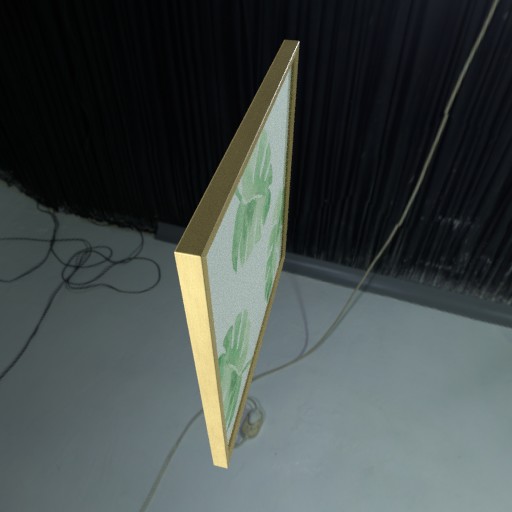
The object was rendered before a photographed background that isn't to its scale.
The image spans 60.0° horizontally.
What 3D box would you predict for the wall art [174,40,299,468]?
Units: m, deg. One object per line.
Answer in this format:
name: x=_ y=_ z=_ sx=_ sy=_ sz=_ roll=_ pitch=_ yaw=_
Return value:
wall art: x=0.000 y=0.000 z=1.105 sx=0.037 sy=0.763 sz=0.763 roll=10 pitch=46 yaw=9
